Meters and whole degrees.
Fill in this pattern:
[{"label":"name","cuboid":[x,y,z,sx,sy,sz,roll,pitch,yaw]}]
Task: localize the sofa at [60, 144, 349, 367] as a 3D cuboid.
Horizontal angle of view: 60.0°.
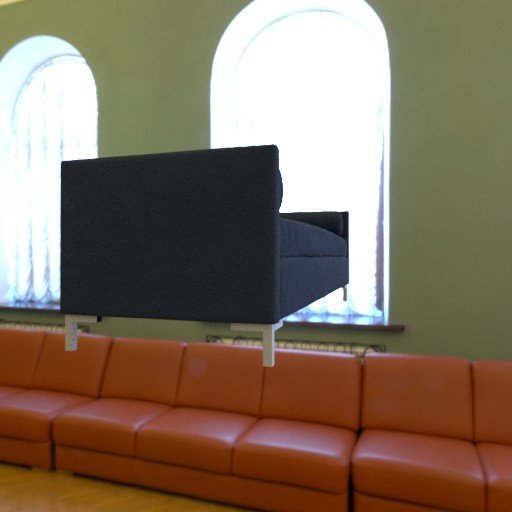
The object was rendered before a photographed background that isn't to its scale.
[{"label":"sofa","cuboid":[0.000,0.000,2.390,0.797,0.657,2.102,0,0,18]}]
